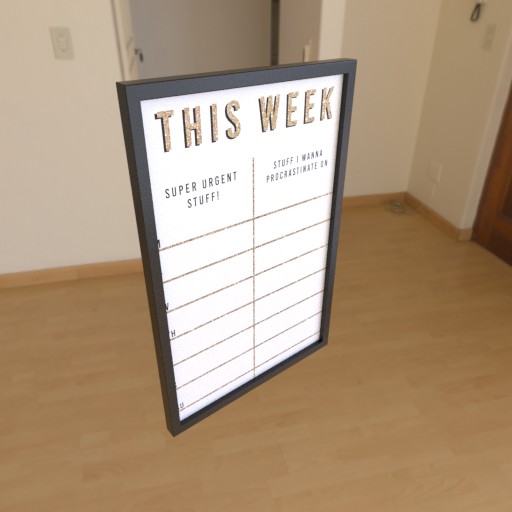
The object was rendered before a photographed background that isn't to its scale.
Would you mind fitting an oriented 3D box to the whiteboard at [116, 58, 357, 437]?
[{"bbox_3d":[0.000,0.000,0.777,0.406,0.611,0.026,-22,36,-33],"label":"whiteboard"}]
